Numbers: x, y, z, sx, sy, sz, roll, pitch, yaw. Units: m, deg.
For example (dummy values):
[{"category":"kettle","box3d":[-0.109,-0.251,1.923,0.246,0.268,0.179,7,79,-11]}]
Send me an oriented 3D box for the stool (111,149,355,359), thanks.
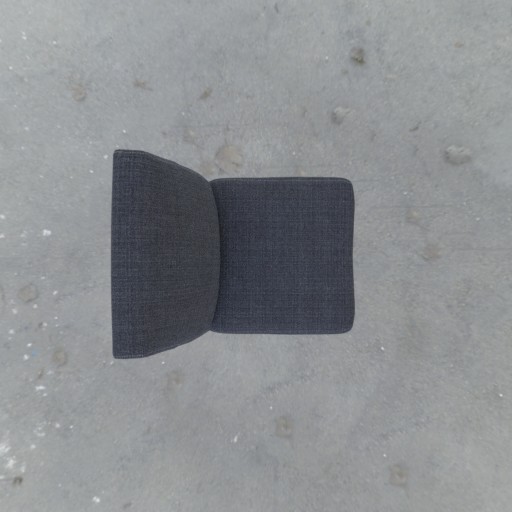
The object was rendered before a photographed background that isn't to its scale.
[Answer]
[{"category":"stool","box3d":[0.000,0.000,1.405,0.570,1.112,0.483,0,90,1]}]
